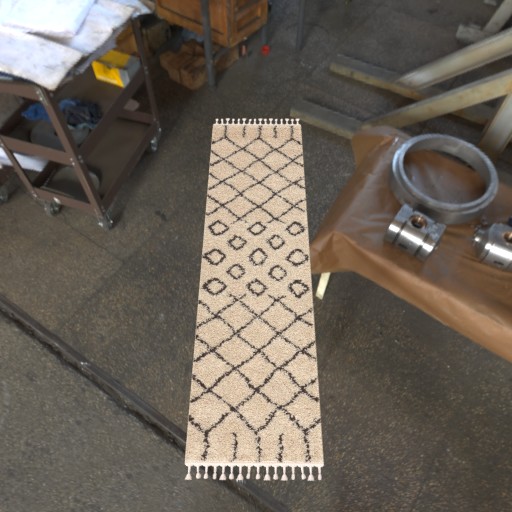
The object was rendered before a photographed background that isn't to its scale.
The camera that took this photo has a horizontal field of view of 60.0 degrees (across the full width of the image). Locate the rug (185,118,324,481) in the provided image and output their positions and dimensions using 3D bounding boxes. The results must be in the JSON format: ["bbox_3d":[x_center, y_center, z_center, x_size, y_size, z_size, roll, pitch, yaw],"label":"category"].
[{"bbox_3d":[0.000,0.000,2.718,0.660,0.005,2.464,0,58,0],"label":"rug"}]
